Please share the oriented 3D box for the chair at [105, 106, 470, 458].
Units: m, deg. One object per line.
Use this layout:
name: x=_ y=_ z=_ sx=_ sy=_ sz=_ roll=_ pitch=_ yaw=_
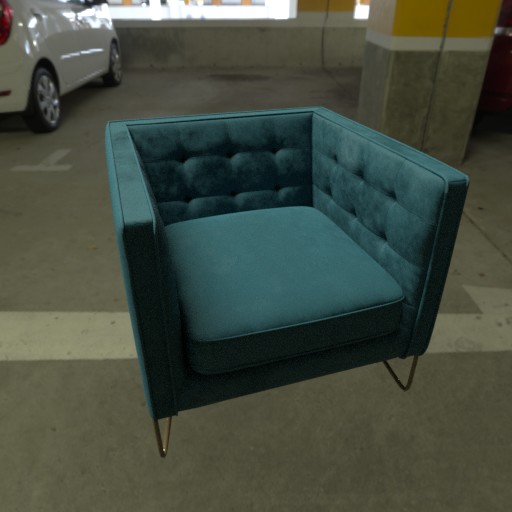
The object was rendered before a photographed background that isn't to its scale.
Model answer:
chair: x=0.000 y=0.000 z=1.529 sx=0.880 sy=0.790 sz=0.894 roll=-9 pitch=31 yaw=-16
